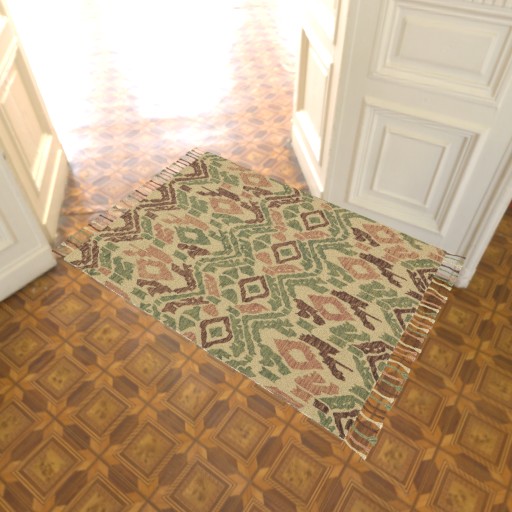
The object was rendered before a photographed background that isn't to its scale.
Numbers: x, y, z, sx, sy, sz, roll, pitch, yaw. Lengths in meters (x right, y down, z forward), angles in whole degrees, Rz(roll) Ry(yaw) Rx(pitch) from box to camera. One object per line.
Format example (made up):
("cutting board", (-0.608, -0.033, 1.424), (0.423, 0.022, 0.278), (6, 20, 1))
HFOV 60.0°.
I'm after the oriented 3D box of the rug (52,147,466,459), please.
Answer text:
("rug", (0.000, 0.000, 2.310), (1.829, 0.010, 1.219), (27, 53, 23))
